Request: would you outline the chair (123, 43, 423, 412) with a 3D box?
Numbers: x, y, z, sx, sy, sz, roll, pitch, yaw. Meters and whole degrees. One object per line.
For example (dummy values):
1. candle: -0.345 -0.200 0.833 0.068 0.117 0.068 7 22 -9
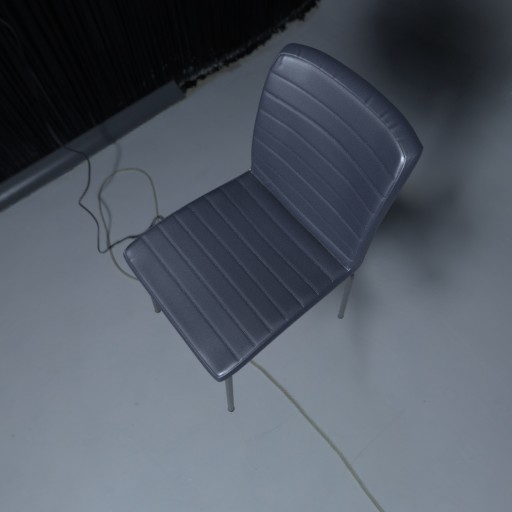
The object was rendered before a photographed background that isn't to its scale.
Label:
1. chair: 0.000 0.000 1.189 0.572 0.872 0.450 -36 69 -16
